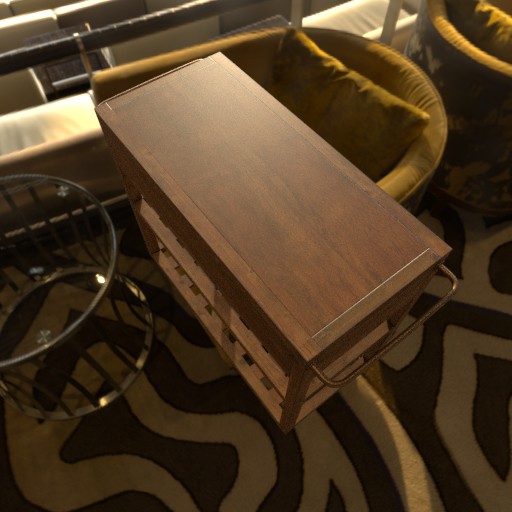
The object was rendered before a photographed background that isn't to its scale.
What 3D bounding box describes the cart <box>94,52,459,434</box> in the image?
[{"bbox_3d":[0.000,0.000,1.470,0.445,0.830,1.065,-33,64,-19],"label":"cart"}]
